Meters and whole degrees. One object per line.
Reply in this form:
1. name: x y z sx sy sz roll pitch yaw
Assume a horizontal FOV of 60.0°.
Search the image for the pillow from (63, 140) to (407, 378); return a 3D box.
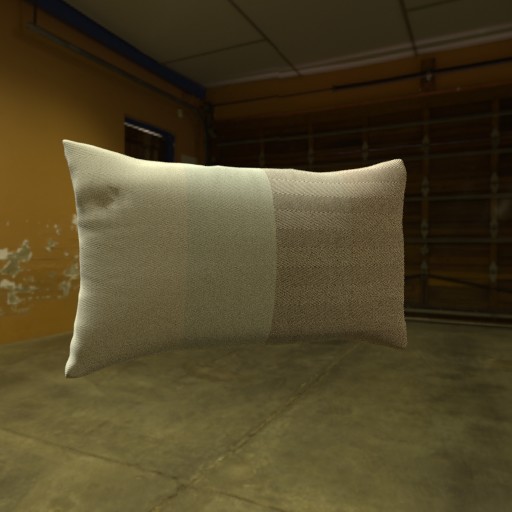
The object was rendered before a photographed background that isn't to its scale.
1. pillow: 0.000 0.000 0.633 0.506 0.305 0.139 0 1 -18
